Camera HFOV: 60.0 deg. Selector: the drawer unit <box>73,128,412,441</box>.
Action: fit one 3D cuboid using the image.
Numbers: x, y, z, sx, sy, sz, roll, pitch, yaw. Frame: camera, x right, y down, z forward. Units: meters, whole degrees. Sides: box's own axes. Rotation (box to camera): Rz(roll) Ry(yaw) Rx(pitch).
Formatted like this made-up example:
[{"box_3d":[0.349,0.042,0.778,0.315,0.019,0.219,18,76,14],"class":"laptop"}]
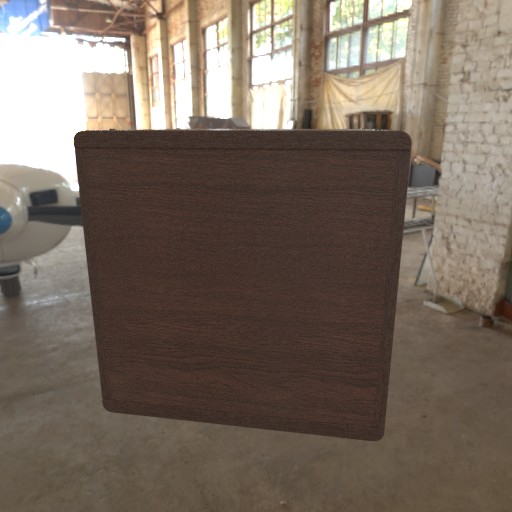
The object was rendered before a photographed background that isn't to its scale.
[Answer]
[{"box_3d":[0.000,0.000,0.622,0.344,0.344,0.290,3,16,9],"class":"drawer unit"}]
